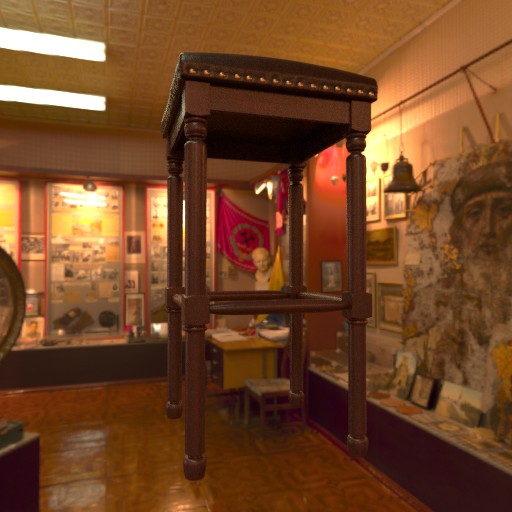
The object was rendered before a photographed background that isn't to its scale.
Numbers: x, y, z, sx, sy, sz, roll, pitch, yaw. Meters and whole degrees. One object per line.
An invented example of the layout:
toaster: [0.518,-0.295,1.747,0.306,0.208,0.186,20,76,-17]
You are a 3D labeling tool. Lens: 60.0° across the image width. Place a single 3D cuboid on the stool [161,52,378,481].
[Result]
stool: [0.000,0.000,0.967,0.383,0.768,0.382,0,-1,-17]
